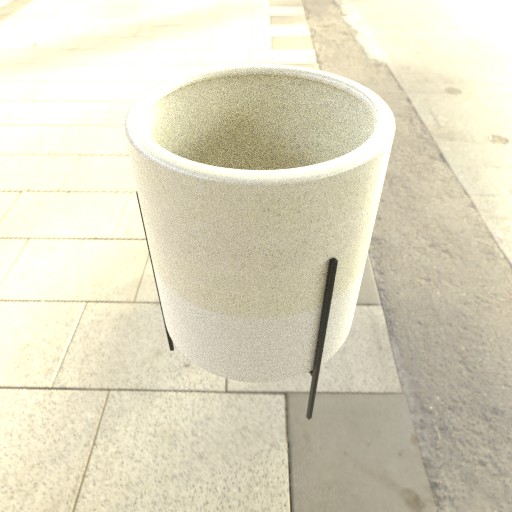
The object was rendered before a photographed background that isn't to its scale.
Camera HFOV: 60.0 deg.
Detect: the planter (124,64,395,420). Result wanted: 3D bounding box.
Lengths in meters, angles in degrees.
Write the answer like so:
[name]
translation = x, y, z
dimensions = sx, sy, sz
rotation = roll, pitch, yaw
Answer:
[planter]
translation = 0.000, 0.000, 0.700
dimensions = 0.333, 0.483, 0.324
rotation = -1, 42, -1
